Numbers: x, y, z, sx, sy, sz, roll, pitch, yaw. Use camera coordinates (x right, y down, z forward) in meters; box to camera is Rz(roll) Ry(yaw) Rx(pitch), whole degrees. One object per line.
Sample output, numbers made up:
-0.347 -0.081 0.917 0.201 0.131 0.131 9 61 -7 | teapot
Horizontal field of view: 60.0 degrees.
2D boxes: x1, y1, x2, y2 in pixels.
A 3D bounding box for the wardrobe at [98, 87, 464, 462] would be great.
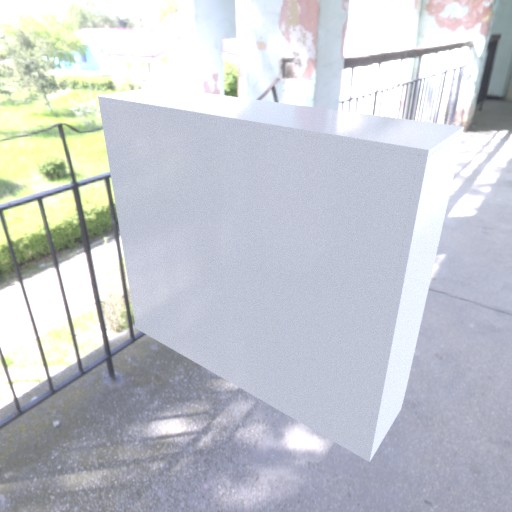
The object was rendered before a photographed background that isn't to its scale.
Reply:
0.000 0.000 1.864 1.340 1.200 0.360 20 35 32 | wardrobe
